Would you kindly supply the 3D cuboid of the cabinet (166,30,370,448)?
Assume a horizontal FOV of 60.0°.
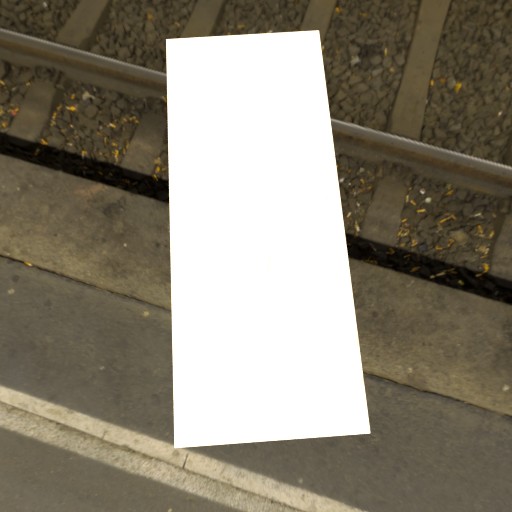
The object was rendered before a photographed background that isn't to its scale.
[{"bbox_3d":[0.000,0.000,1.478,0.420,0.820,1.040,-4,75,-1],"label":"cabinet"}]
